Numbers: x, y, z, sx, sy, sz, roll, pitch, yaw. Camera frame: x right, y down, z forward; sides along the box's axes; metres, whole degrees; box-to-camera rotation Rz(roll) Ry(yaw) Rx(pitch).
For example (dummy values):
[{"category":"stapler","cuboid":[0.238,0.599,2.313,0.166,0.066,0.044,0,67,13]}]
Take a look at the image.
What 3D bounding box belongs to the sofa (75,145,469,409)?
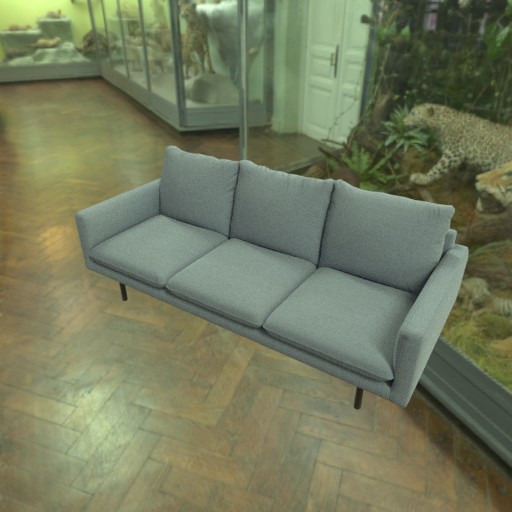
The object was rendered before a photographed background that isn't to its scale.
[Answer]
[{"category":"sofa","cuboid":[0.000,0.000,2.451,2.000,0.830,0.850,18,34,29]}]
